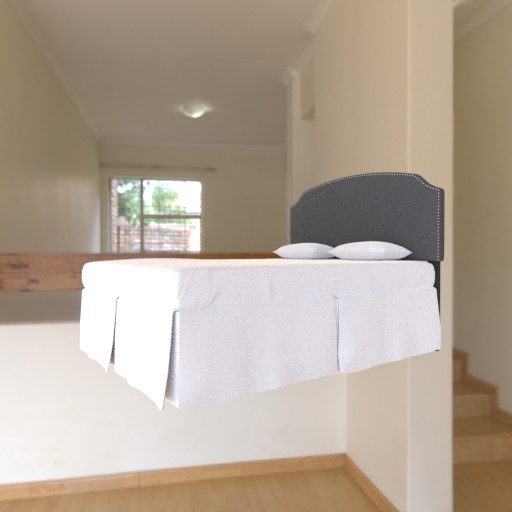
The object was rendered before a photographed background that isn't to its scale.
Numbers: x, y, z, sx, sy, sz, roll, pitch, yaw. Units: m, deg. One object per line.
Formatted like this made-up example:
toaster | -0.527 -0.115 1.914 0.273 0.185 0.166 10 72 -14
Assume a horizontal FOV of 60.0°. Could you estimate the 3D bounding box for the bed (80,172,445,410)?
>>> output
bed | 0.000 0.000 2.975 1.999 1.270 1.558 0 1 -36
